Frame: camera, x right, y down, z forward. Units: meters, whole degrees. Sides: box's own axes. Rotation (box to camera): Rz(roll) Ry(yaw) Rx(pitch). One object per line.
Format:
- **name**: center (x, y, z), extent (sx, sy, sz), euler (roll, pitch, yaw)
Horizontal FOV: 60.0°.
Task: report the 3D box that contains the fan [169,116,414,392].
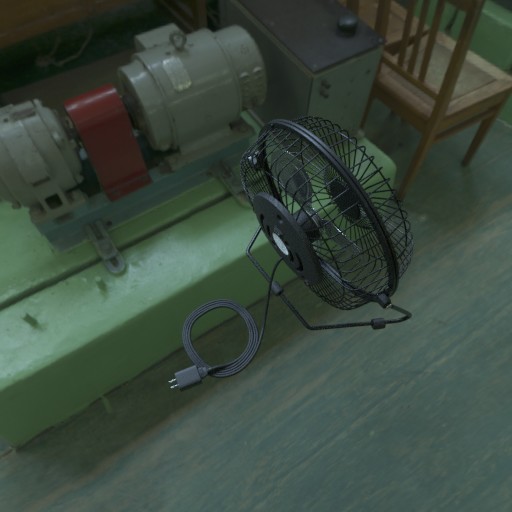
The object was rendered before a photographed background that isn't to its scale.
- **fan**: center (0.000, 0.000, 0.374), extent (0.227, 0.188, 0.209), euler (-31, 63, -17)
